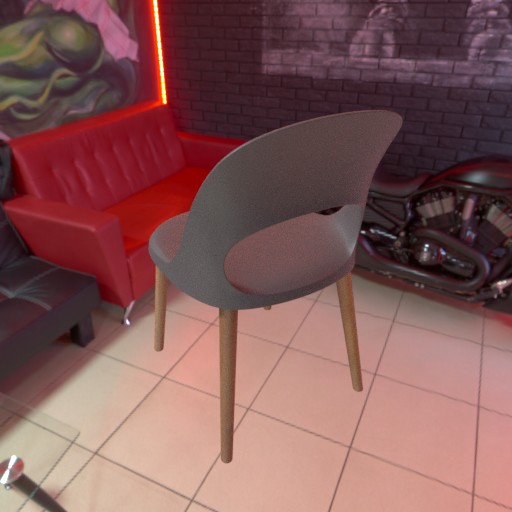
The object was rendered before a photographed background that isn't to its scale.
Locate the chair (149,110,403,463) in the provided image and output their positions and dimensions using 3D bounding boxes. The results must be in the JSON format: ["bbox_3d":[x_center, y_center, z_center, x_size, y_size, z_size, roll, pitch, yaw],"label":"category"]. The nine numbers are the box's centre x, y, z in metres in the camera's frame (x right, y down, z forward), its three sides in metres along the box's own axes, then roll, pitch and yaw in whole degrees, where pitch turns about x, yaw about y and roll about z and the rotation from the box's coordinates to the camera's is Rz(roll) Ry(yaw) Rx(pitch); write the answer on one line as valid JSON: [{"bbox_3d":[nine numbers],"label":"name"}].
[{"bbox_3d":[0.000,0.000,1.120,0.470,0.795,0.556,-17,33,-28],"label":"chair"}]
